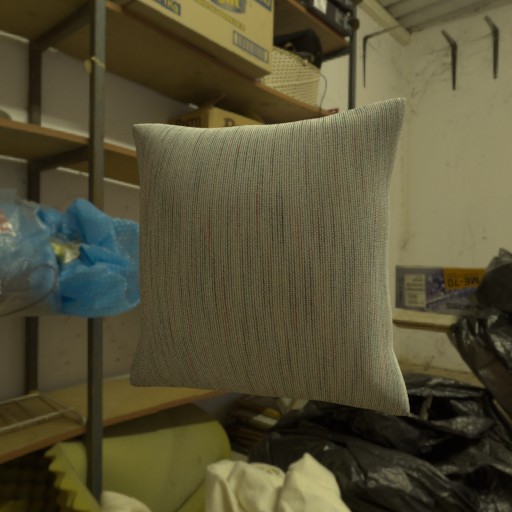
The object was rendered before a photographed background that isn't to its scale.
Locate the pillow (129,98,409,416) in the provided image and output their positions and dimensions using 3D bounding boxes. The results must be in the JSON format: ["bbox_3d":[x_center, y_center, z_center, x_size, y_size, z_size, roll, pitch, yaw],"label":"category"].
[{"bbox_3d":[0.000,0.000,0.780,0.512,0.506,0.178,0,1,18],"label":"pillow"}]
